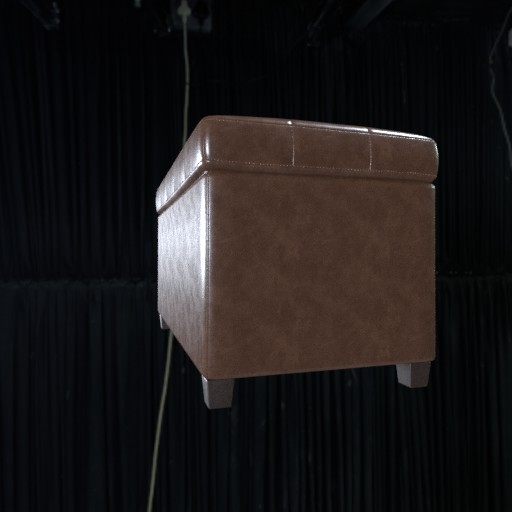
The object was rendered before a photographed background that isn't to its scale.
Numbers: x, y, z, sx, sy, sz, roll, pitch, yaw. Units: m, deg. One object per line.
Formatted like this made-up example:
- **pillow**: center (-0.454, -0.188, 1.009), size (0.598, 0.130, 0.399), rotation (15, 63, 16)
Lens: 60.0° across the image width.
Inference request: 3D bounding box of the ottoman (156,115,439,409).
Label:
- **ottoman**: center (0.000, 0.000, 1.119), size (0.432, 0.470, 0.838), rotation (0, 0, -17)
